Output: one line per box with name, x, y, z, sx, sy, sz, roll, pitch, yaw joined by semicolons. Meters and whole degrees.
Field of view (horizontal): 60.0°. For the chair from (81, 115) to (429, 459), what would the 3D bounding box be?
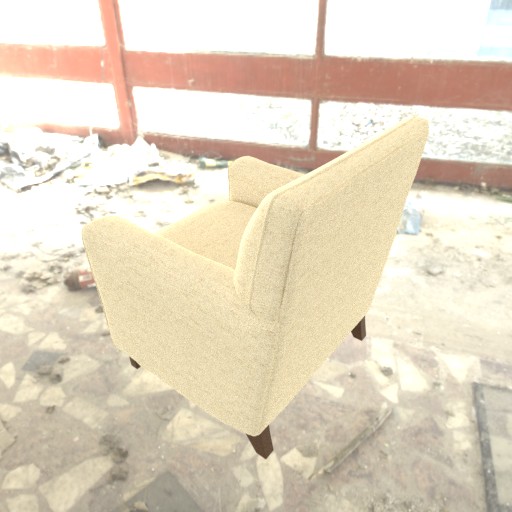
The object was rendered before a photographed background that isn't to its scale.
chair;0.000;0.000;1.590;0.823;0.943;0.870;22;38;31
